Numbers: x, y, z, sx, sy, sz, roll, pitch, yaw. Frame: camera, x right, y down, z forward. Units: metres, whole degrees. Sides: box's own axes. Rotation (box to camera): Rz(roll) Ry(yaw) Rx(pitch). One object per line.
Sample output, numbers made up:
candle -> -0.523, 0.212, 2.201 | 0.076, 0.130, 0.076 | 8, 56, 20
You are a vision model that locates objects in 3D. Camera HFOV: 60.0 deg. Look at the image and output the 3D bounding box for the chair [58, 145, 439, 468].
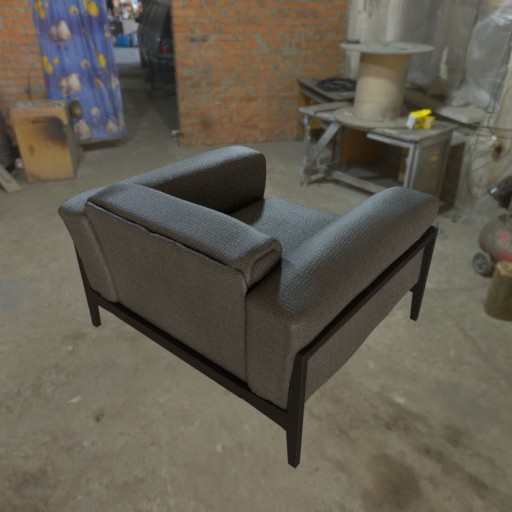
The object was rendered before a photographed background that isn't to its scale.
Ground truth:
chair -> 0.000, 0.000, 1.702 | 1.056, 0.646, 0.969 | 22, 37, 33
